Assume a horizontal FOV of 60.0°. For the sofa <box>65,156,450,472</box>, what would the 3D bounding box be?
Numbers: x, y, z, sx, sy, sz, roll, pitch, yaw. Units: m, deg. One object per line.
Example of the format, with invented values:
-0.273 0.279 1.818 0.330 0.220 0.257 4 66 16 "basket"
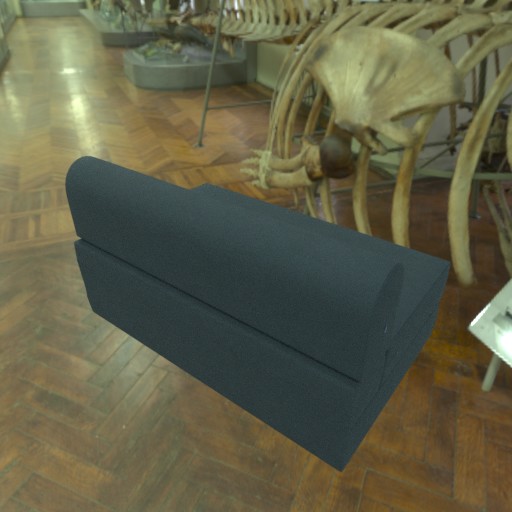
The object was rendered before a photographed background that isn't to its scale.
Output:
0.000 0.000 1.660 1.219 0.660 0.762 22 38 31 "sofa"
